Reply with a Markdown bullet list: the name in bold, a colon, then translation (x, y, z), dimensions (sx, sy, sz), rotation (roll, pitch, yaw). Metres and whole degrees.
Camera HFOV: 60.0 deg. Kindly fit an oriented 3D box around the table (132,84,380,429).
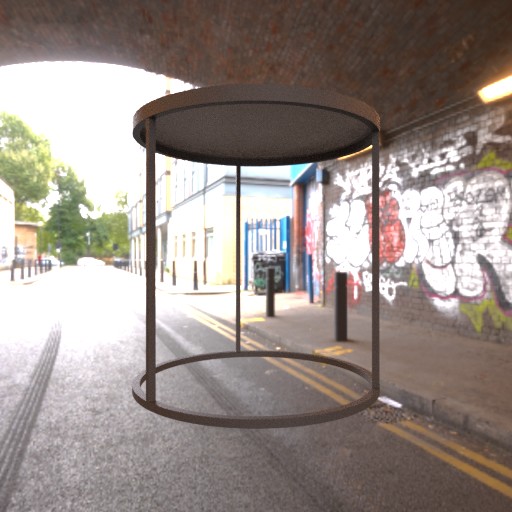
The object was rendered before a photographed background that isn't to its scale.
- **table**: translation (0.000, 0.000, 0.873), dimensions (0.470, 0.498, 0.470), rotation (0, 0, 0)
